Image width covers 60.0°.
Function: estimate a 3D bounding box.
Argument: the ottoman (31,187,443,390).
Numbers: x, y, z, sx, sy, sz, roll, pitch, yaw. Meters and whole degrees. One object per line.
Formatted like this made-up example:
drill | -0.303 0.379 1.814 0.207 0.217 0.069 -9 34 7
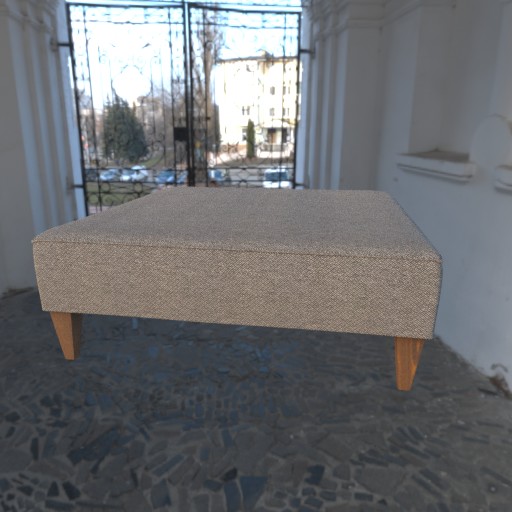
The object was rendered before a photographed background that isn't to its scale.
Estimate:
ottoman | 0.000 0.000 1.505 0.981 0.378 0.970 3 16 9
